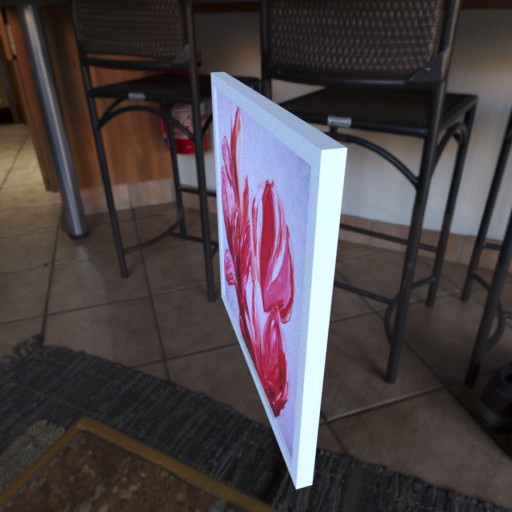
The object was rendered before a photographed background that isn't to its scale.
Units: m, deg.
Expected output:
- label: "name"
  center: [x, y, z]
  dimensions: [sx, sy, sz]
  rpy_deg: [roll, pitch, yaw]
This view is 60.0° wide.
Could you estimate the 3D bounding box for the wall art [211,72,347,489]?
- label: "wall art"
  center: [0.000, 0.000, 0.661]
  dimensions: [0.023, 0.453, 0.455]
  rpy_deg: [-8, 31, -14]
